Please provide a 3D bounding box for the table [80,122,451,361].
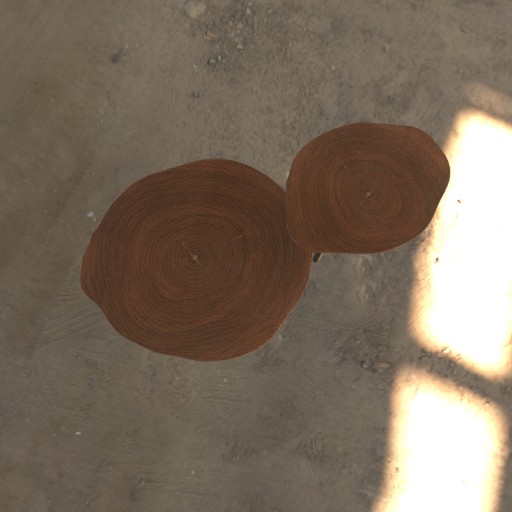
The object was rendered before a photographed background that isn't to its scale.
[{"bbox_3d":[0.000,0.000,1.065,0.759,0.538,0.442,-15,76,-4],"label":"table"}]
